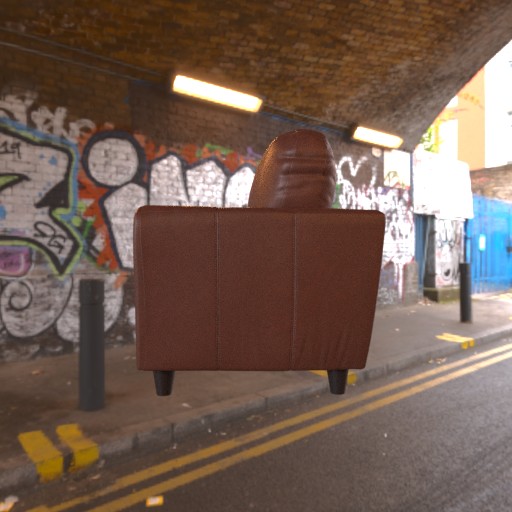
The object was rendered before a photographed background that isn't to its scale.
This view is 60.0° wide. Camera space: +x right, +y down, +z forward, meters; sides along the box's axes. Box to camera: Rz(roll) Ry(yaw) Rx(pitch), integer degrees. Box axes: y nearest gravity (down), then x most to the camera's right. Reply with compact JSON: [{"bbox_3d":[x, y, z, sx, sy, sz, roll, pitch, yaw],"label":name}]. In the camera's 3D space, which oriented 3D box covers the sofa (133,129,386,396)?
[{"bbox_3d":[0.000,0.000,2.286,0.802,0.915,1.862,0,0,0],"label":"sofa"}]
